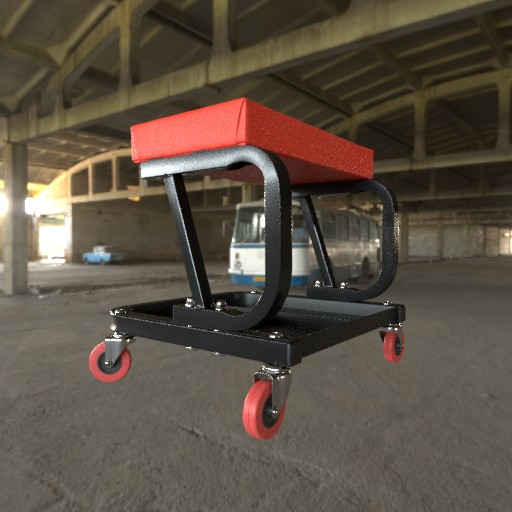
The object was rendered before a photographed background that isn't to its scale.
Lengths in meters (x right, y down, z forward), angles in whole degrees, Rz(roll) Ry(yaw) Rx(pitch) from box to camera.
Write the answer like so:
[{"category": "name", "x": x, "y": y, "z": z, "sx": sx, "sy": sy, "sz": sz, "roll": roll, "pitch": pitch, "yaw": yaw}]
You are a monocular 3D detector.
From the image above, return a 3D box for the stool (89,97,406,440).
[{"category": "stool", "x": 0.000, "y": 0.000, "z": 0.728, "sx": 0.371, "sy": 0.380, "sz": 0.446, "roll": 1, "pitch": 2, "yaw": 38}]
